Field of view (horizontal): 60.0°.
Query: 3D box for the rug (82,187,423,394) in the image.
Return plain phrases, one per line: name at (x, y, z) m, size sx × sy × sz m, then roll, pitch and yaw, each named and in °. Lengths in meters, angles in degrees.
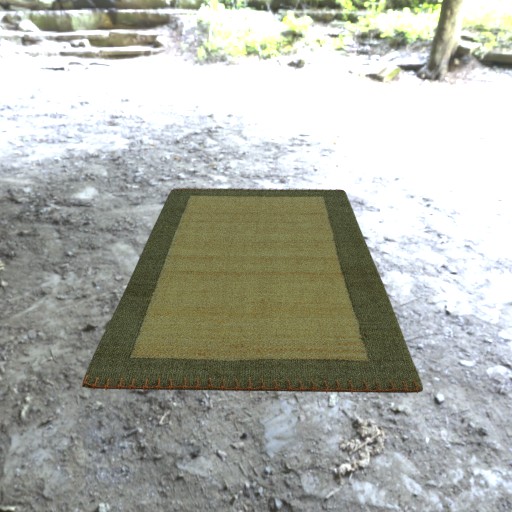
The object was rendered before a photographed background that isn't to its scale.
rug at (0.000, 0.000, 2.329) m, size 1.220 × 0.019 × 1.838 m, roll 1°, pitch 31°, yaw 1°
